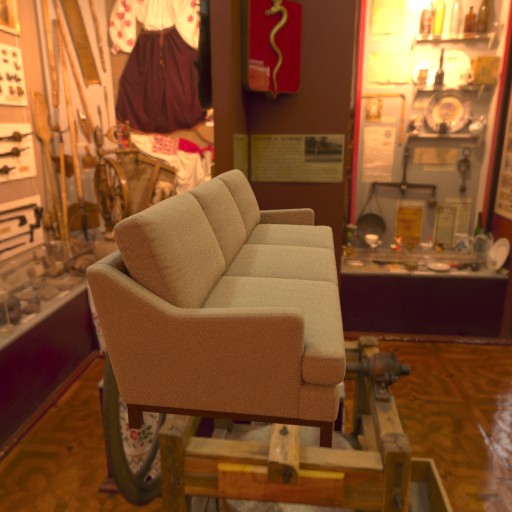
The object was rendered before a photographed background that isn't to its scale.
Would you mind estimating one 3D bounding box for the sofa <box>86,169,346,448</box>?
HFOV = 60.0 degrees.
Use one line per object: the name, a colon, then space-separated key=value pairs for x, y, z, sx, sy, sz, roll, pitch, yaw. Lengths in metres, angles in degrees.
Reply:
sofa: x=0.000 y=0.000 z=2.773 sx=1.000 sy=0.913 sz=2.321 roll=2 pitch=16 yaw=8
